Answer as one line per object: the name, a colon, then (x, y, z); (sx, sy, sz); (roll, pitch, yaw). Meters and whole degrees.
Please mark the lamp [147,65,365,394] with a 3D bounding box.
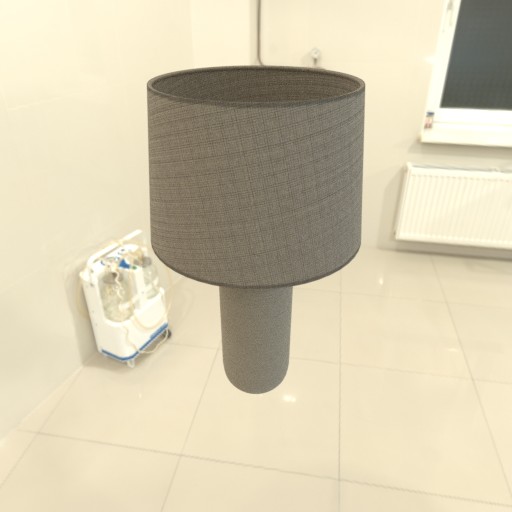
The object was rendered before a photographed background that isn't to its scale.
lamp: (0.000, 0.000, 0.815); (0.367, 0.609, 0.367); (0, 31, 0)
